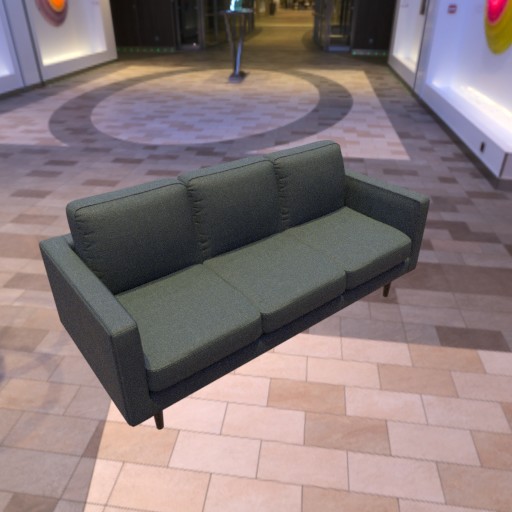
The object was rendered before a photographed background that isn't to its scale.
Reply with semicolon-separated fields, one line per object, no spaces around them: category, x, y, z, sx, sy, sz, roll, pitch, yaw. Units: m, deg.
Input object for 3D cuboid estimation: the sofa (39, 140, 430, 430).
sofa;0.000;0.000;2.530;2.013;0.945;0.935;-22;37;-32
